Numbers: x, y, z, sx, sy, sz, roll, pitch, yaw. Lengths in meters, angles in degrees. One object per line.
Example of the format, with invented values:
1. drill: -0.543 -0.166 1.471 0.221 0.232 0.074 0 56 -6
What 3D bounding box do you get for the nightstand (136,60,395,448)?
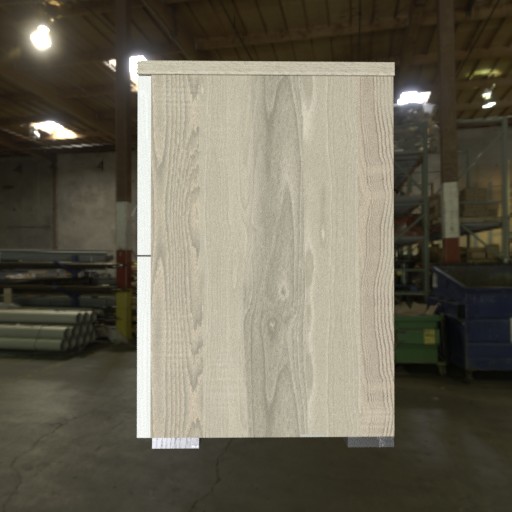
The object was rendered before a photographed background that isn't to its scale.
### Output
1. nightstand: 0.000 0.000 0.748 0.325 0.461 0.442 0 -1 -1
